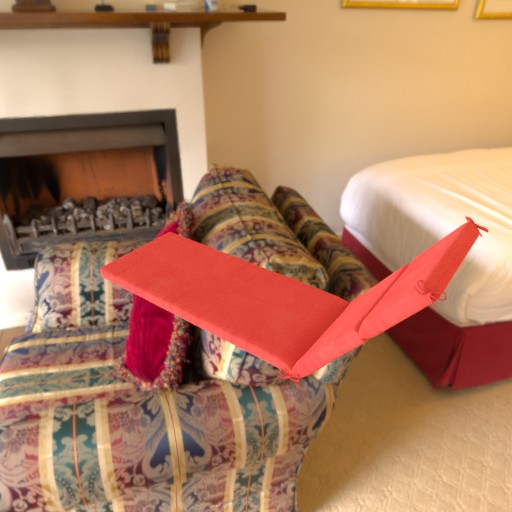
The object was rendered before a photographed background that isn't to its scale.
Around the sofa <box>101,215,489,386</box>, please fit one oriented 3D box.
[{"bbox_3d":[0.000,0.000,1.948,1.663,0.622,0.582,20,36,30],"label":"sofa"}]
